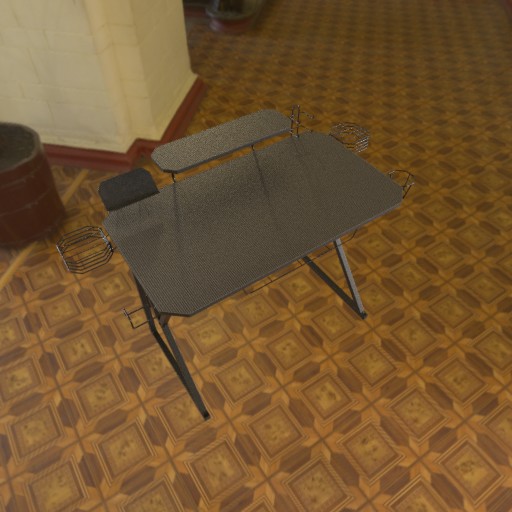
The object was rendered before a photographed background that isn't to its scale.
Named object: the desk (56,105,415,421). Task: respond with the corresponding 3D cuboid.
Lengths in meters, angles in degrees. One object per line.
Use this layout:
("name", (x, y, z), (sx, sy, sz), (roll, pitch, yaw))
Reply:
("desk", (0.000, 0.000, 1.762), (1.290, 0.880, 0.580), (-27, 53, -22))
